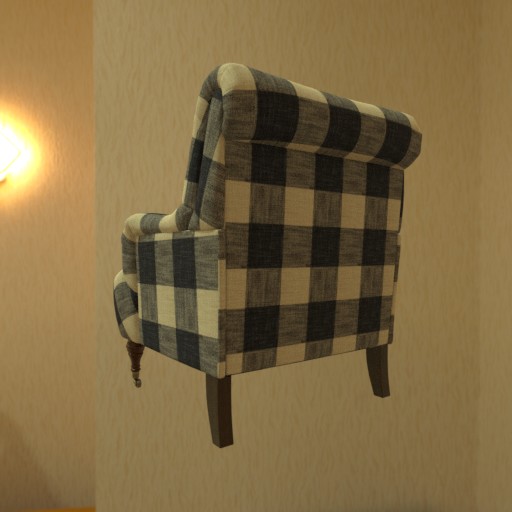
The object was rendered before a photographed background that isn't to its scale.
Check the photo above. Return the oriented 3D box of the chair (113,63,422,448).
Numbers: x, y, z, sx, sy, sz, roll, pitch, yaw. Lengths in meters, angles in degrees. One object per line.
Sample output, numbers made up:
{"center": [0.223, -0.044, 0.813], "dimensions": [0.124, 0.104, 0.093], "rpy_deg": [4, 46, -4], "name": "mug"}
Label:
{"center": [0.000, 0.000, 1.556], "dimensions": [0.781, 0.953, 0.848], "rpy_deg": [-1, 1, -36], "name": "chair"}
